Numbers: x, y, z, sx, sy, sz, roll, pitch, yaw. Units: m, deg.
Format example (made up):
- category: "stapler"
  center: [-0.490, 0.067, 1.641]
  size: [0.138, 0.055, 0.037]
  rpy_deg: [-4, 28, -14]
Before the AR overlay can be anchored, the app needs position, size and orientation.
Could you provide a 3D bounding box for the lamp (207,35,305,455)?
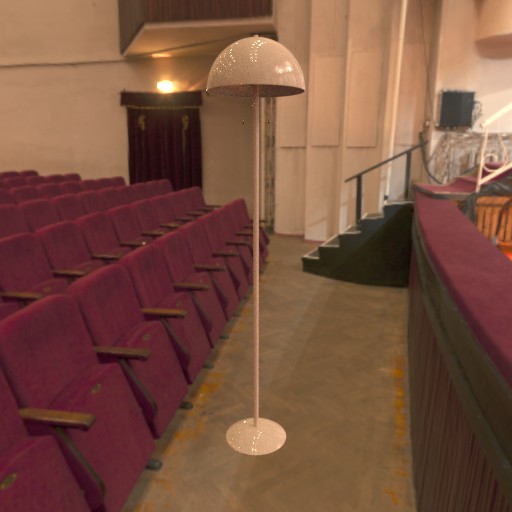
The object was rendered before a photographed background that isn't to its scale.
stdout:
- category: "lamp"
  center: [0.000, 0.000, 1.615]
  size: [0.328, 1.480, 0.328]
  rpy_deg: [2, 13, 9]
